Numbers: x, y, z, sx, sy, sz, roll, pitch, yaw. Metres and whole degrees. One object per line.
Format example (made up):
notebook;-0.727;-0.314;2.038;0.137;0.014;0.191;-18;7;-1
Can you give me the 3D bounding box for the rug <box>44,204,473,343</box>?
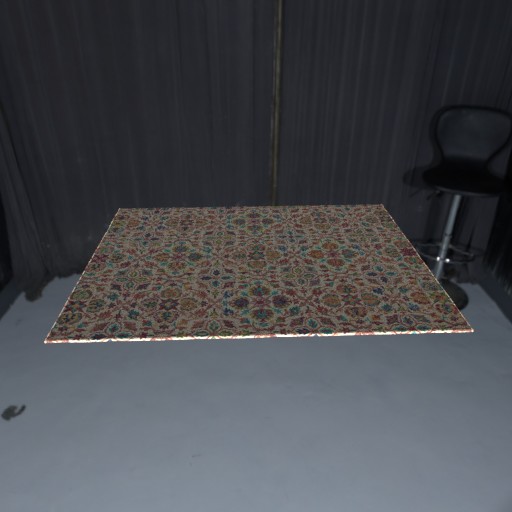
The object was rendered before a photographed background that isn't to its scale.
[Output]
rug;0.000;0.000;4.365;3.215;0.020;2.446;-1;30;-2
